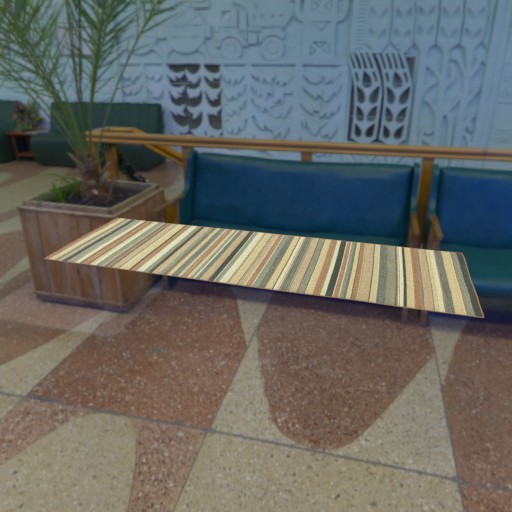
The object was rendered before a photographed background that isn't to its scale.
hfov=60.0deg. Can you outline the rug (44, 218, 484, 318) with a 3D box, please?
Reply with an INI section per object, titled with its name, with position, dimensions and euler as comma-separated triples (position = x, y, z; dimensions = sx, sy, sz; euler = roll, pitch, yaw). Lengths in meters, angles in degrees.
[rug]
position = 0.000, 0.000, 2.713
dimensions = 2.444, 0.010, 0.799
euler = 7, 25, 15
